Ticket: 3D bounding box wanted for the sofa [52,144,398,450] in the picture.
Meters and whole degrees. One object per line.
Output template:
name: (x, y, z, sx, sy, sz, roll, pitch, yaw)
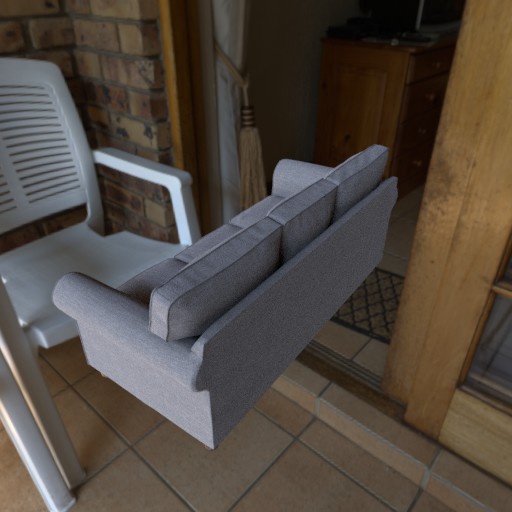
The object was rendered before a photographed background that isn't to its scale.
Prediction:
sofa: (0.000, 0.000, 2.625, 0.916, 0.961, 2.084, 21, 38, 29)
